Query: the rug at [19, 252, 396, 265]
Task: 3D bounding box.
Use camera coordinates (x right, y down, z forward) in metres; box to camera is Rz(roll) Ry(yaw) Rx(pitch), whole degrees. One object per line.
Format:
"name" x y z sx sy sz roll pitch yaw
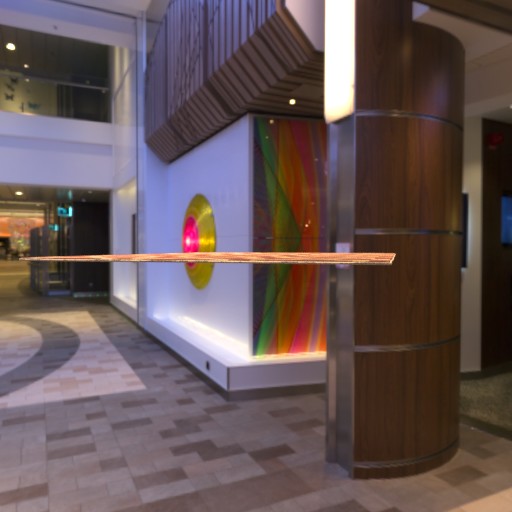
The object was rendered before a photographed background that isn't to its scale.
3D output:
"rug" 0.000 0.000 4.128 2.466 0.021 3.049 0 1 18
